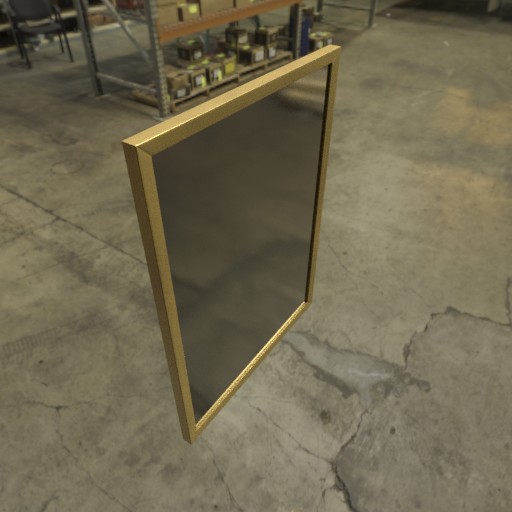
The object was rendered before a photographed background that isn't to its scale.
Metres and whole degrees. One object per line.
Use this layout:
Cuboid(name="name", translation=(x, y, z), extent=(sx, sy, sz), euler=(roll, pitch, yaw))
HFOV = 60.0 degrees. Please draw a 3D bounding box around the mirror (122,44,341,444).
Cuboid(name="mirror", translation=(0.000, 0.000, 1.324), extent=(0.040, 1.016, 0.762), euler=(24, 45, 27))
